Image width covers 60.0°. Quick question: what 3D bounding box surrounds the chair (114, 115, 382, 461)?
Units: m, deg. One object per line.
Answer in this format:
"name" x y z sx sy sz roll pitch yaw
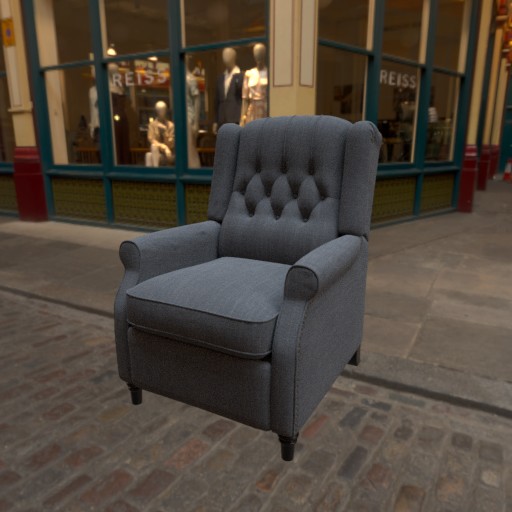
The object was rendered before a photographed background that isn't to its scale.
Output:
"chair" 0.000 0.000 1.659 0.742 1.035 0.898 8 17 28
